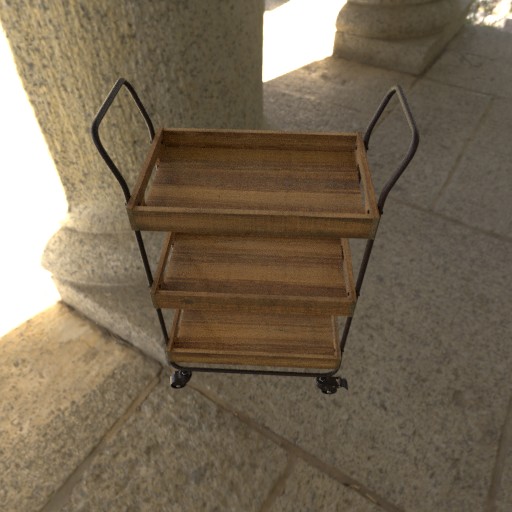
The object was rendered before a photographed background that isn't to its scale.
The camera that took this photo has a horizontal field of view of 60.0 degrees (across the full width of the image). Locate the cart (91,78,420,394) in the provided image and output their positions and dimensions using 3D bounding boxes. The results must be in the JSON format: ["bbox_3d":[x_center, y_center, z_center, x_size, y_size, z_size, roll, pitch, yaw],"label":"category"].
[{"bbox_3d":[0.000,0.000,1.155,0.583,0.857,0.339,2,46,2],"label":"cart"}]
